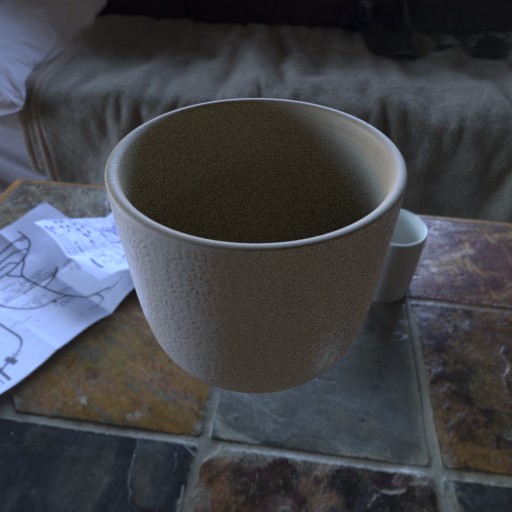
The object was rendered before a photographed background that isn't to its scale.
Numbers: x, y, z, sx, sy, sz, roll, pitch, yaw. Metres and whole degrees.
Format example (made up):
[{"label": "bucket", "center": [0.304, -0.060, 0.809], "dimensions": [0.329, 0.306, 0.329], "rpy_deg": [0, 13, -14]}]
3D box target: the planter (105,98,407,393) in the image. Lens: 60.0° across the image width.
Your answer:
[{"label": "planter", "center": [0.000, 0.000, 0.375], "dimensions": [0.208, 0.190, 0.208], "rpy_deg": [0, 41, 0]}]
